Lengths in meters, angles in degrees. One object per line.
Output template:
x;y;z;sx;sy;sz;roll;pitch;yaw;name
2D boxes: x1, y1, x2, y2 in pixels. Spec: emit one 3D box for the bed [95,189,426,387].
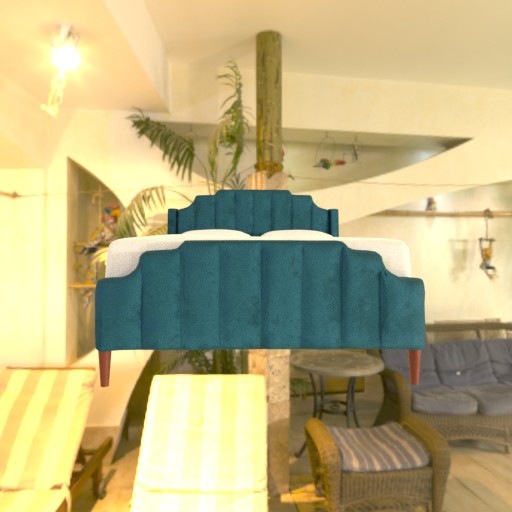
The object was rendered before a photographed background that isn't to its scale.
0.000;0.000;3.328;1.678;1.338;2.322;0;-1;-1;bed
